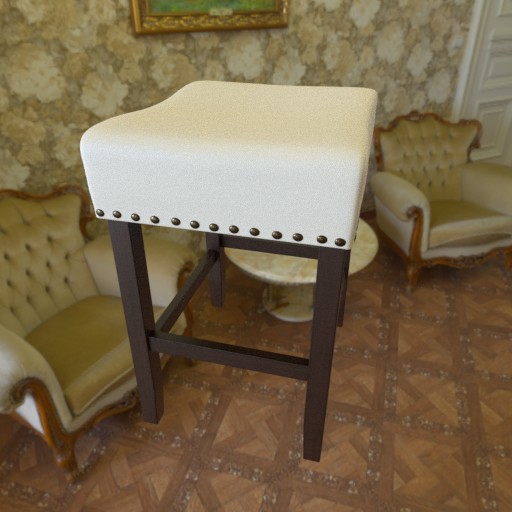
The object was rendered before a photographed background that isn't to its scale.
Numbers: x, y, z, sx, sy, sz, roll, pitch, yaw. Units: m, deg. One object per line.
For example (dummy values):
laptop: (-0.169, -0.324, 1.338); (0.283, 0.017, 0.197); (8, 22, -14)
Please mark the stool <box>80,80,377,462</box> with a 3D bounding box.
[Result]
stool: (0.000, 0.000, 0.913); (0.401, 0.609, 0.471); (8, 31, 13)
